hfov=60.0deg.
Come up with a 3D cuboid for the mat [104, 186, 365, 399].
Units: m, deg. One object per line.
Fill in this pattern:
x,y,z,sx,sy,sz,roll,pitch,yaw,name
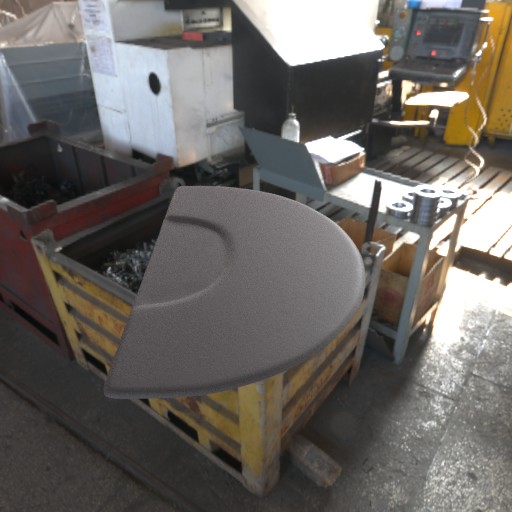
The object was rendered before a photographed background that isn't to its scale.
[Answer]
0.000,0.000,1.921,0.917,0.022,1.525,0,32,0,mat
